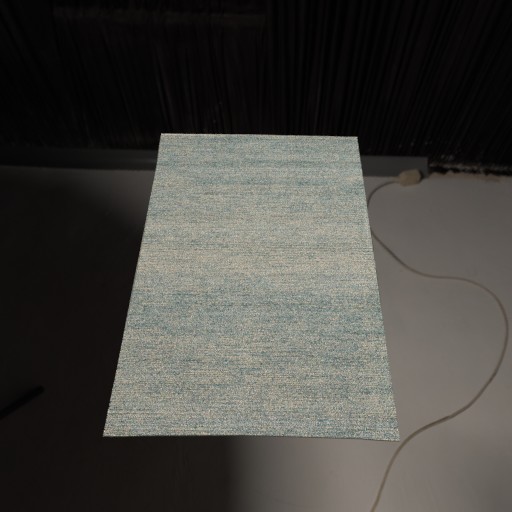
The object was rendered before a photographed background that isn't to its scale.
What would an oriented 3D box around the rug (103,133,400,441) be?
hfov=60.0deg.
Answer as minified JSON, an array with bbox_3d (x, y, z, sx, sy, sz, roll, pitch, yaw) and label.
[{"bbox_3d":[0.000,0.000,5.238,2.802,0.052,4.078,1,58,1],"label":"rug"}]
